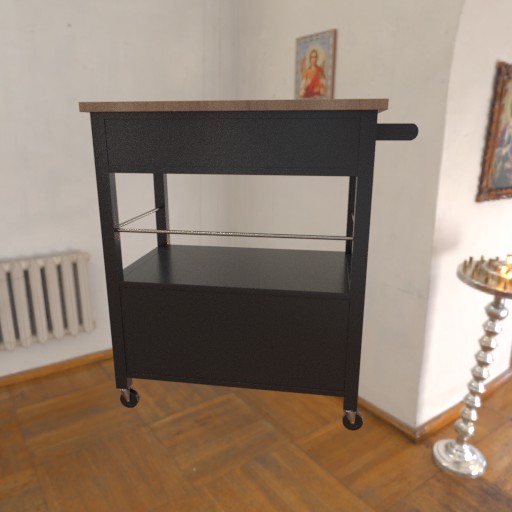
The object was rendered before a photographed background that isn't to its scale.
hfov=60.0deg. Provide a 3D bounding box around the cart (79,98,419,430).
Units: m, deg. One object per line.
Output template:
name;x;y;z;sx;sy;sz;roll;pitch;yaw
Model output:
cart;0.000;0.000;1.400;0.840;0.901;0.459;2;16;9
